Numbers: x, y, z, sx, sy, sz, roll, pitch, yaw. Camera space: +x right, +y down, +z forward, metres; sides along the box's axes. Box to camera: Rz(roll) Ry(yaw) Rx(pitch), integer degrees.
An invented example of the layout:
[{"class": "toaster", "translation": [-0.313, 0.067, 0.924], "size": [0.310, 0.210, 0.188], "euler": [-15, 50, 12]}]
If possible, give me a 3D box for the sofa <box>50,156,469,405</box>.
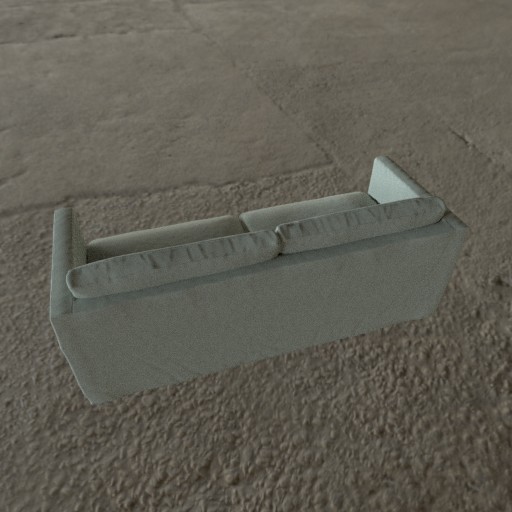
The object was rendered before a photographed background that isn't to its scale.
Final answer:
[{"class": "sofa", "translation": [0.000, 0.000, 2.797], "size": [2.312, 0.853, 0.962], "euler": [-12, 42, -13]}]
